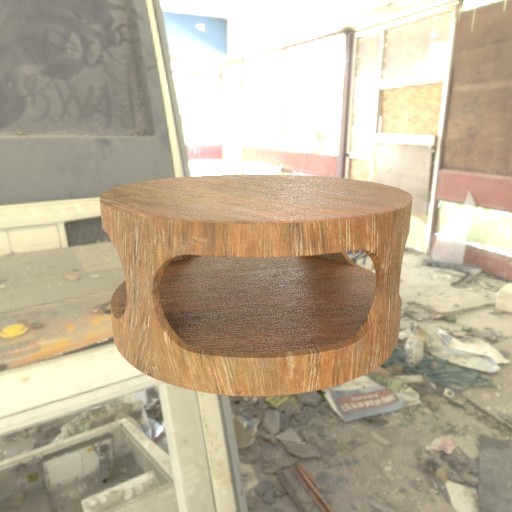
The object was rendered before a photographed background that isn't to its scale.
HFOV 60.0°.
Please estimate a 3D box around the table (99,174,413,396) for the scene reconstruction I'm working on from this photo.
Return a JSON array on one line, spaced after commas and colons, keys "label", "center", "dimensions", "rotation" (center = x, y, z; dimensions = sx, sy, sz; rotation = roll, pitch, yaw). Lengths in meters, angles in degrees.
[{"label": "table", "center": [0.000, 0.000, 1.519], "dimensions": [0.974, 0.450, 0.974], "rotation": [0, 17, 0]}]
